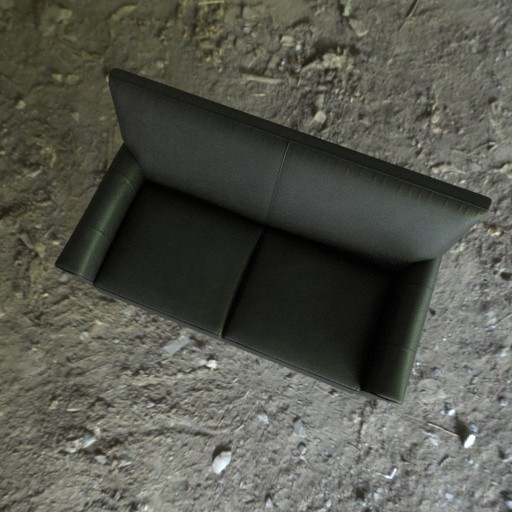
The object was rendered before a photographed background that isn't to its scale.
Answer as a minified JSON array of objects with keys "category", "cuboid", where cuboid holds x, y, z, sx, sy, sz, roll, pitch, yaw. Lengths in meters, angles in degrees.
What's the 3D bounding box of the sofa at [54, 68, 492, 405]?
[{"category":"sofa","cuboid":[0.000,0.000,1.937,1.473,0.871,0.787,21,76,6]}]
